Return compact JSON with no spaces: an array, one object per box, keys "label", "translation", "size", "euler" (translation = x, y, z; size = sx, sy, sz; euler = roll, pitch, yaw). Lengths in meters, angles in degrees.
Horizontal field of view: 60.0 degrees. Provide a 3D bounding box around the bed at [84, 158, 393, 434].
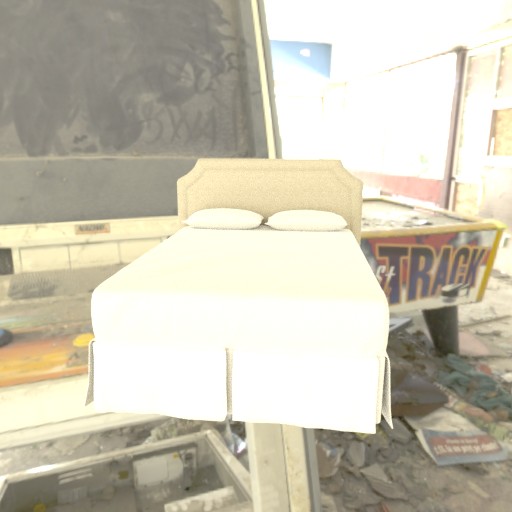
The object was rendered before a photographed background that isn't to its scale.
[{"label":"bed","translation":[0.000,0.000,3.132],"size":[1.693,1.290,2.116],"euler":[2,14,6]}]
